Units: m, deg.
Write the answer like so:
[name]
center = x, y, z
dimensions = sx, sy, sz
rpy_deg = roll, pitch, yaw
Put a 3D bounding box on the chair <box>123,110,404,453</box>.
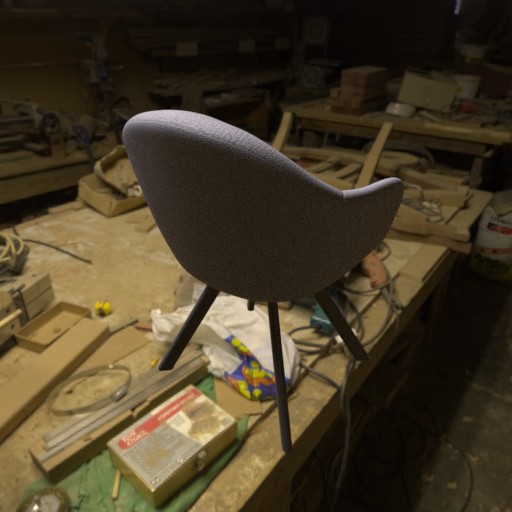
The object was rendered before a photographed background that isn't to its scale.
[chair]
center = 0.000, 0.000, 1.164
dimensions = 0.590, 0.795, 0.550
rpy_deg = 20, 34, 33
